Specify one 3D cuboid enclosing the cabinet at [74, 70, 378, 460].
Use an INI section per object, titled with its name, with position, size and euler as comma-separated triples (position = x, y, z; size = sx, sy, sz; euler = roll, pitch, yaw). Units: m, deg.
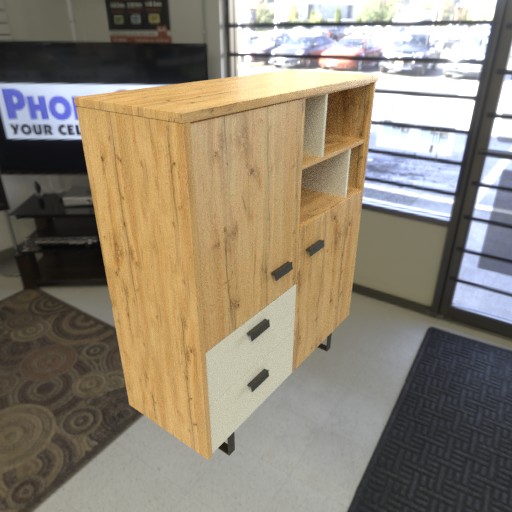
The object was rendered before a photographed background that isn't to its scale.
[cabinet]
position = 0.000, 0.000, 1.923
size = 0.473, 1.397, 1.168
euler = 19, 33, 32
